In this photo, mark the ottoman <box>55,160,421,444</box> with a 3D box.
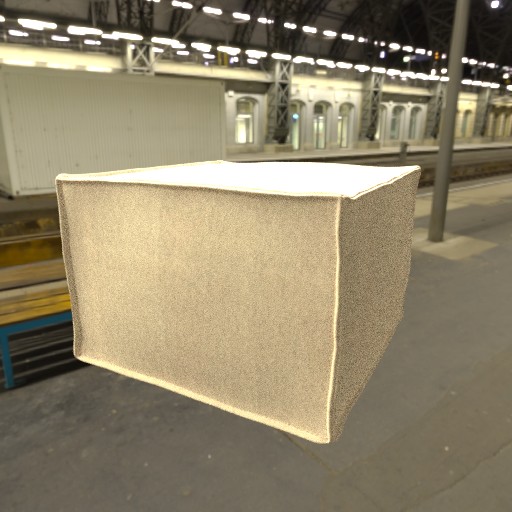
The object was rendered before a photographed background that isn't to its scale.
[{"bbox_3d":[0.000,0.000,1.157,0.707,0.470,0.696,9,18,28],"label":"ottoman"}]
